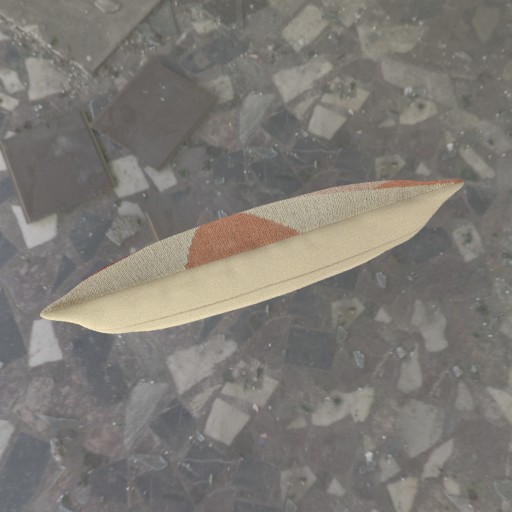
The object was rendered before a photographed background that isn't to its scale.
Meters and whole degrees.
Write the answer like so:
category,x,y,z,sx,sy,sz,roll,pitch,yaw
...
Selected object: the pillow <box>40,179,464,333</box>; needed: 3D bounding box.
category,x,y,z,sx,sy,sz,roll,pitch,yaw
pillow,0.000,0.000,0.741,0.609,0.292,0.155,-18,75,-5
